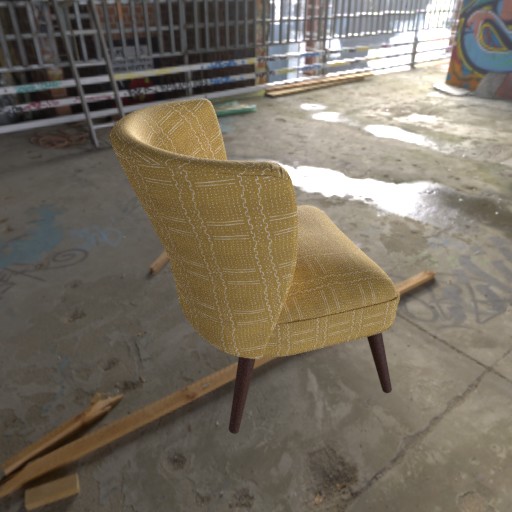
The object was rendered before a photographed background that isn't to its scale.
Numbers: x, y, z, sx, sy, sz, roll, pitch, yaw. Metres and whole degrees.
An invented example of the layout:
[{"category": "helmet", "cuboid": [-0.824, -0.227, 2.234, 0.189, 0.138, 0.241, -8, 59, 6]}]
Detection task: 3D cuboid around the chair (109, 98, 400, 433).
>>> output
[{"category": "chair", "cuboid": [0.000, 0.000, 1.403, 0.758, 0.866, 0.706, -10, 33, -16]}]
